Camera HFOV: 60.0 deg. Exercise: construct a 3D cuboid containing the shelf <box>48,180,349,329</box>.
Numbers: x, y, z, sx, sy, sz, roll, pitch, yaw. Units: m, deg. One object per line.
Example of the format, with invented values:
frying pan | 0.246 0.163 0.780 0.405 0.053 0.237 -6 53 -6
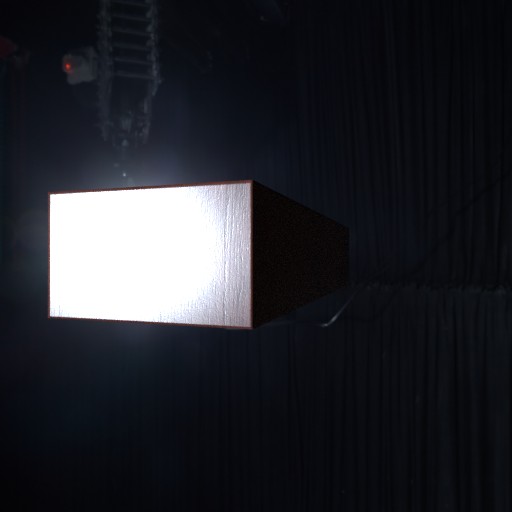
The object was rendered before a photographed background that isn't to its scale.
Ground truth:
shelf | 0.000 0.000 0.503 0.152 0.088 0.457 0 0 19
